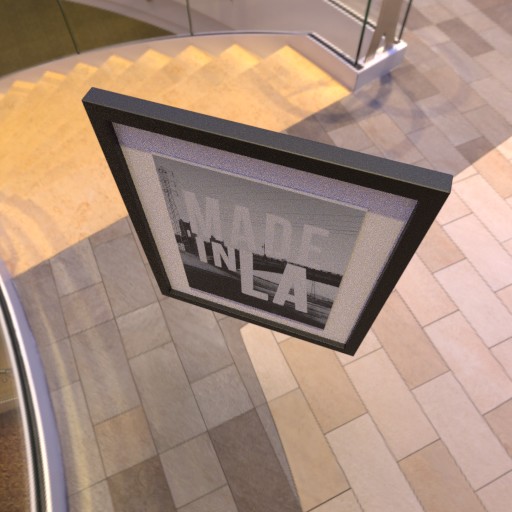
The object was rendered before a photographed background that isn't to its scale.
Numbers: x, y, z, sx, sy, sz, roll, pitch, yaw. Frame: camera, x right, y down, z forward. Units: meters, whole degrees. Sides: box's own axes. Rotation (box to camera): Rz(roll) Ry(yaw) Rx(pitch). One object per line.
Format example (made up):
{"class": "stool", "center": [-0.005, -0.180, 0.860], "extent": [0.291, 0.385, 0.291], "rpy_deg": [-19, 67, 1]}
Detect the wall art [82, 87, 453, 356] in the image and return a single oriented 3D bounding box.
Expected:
{"class": "wall art", "center": [0.000, 0.000, 0.765], "extent": [0.457, 0.559, 0.028], "rpy_deg": [17, 61, 10]}
